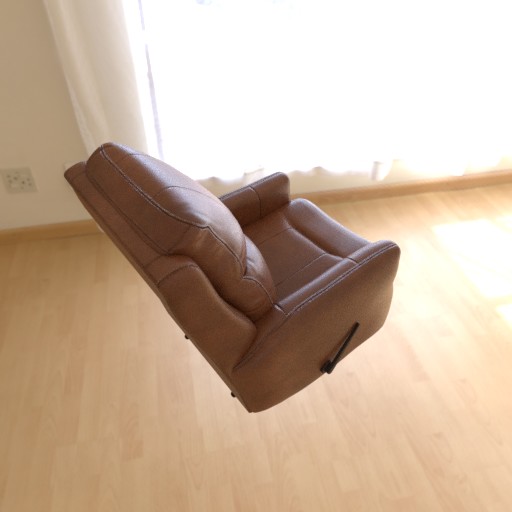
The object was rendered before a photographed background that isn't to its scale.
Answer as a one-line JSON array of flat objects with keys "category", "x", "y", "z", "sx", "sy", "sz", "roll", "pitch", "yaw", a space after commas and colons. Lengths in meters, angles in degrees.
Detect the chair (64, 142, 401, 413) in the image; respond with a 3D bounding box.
[{"category": "chair", "x": 0.000, "y": 0.000, "z": 1.750, "sx": 1.072, "sy": 1.016, "sz": 0.821, "roll": -26, "pitch": 47, "yaw": -27}]
